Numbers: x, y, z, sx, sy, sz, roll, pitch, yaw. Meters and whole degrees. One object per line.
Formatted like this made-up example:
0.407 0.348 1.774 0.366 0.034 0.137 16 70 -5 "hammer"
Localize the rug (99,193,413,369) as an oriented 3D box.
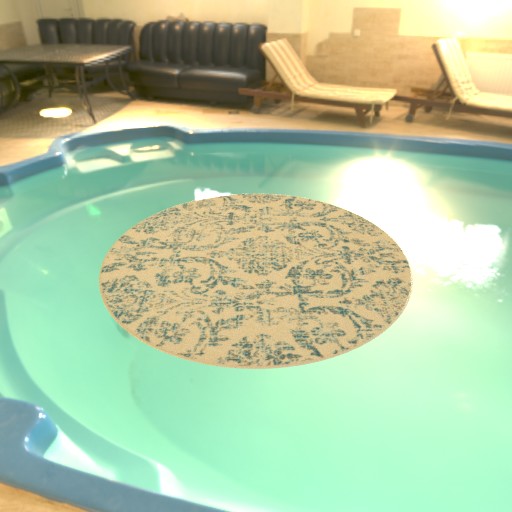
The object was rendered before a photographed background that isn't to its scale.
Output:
0.000 0.000 2.346 1.593 0.012 1.593 0 32 0 "rug"
